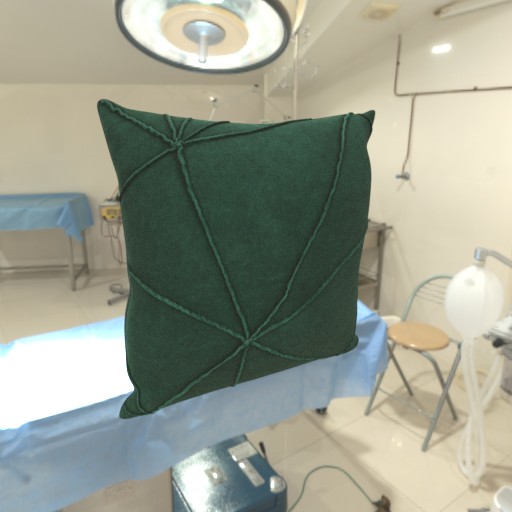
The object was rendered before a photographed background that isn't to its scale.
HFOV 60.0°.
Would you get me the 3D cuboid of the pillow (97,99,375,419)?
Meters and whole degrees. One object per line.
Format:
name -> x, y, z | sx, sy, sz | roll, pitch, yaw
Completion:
pillow -> 0.000, 0.000, 0.672 | 0.439, 0.440, 0.184 | -9, 19, -27
